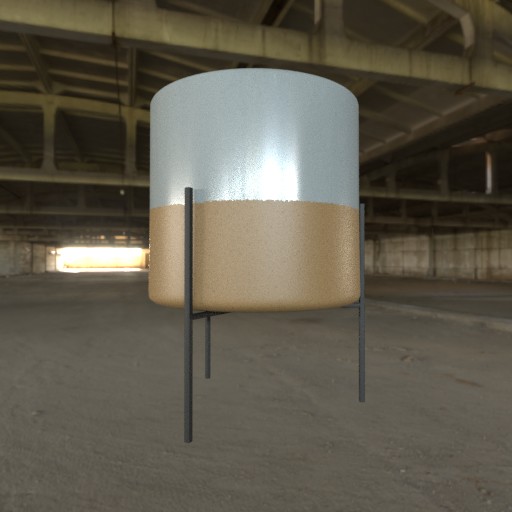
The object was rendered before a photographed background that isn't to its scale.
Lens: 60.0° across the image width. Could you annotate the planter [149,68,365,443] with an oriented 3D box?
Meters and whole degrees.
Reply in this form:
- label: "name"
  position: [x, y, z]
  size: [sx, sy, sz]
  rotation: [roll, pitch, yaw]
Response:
- label: "planter"
  position: [0.000, 0.000, 0.658]
  size: [0.310, 0.432, 0.310]
  rotation: [0, -1, -16]
